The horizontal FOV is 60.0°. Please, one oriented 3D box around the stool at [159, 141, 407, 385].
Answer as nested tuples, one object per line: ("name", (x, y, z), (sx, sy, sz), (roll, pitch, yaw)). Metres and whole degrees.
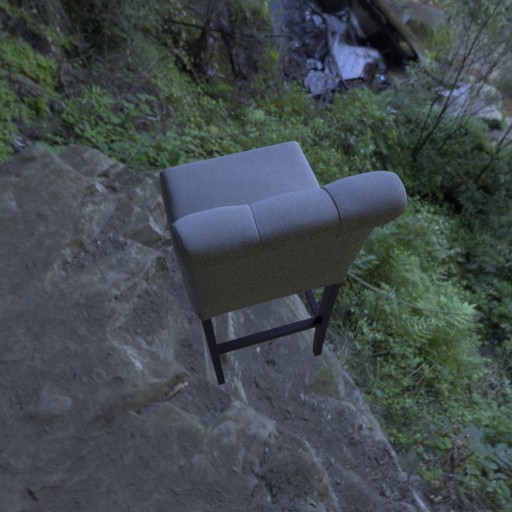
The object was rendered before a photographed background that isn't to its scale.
("stool", (0.000, 0.000, 1.437), (0.493, 1.140, 0.601), (-14, 60, -8))
